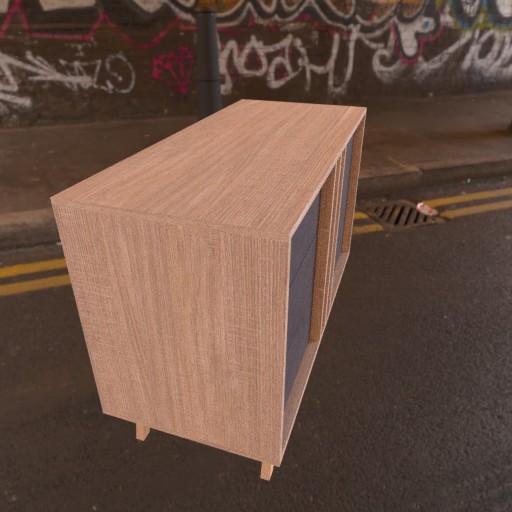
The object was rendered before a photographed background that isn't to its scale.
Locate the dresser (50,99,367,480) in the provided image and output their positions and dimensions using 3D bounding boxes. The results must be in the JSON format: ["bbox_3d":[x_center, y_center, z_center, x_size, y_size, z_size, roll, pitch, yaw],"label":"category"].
[{"bbox_3d":[0.000,0.000,1.475,0.500,0.780,1.110,10,31,16],"label":"dresser"}]
